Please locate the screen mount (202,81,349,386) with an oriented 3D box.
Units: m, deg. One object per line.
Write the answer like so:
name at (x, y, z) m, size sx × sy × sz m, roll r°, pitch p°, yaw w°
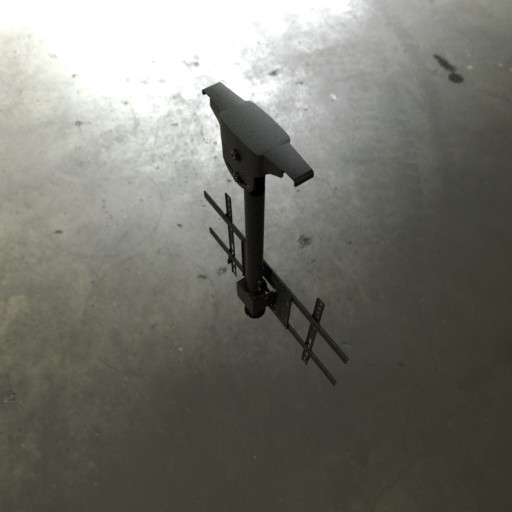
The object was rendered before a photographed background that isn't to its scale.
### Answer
screen mount at (0.000, 0.000, 1.027) m, size 0.090 × 0.775 × 0.595 m, roll -31°, pitch 63°, yaw -18°
